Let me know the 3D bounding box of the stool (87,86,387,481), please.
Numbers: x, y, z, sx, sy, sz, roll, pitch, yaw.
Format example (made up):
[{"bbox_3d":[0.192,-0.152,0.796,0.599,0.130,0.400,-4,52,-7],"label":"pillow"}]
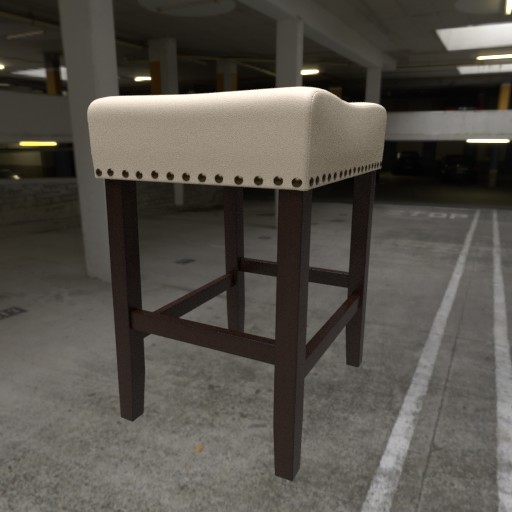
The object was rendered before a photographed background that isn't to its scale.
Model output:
[{"bbox_3d":[0.000,0.000,0.916,0.401,0.609,0.471,8,17,26],"label":"stool"}]
